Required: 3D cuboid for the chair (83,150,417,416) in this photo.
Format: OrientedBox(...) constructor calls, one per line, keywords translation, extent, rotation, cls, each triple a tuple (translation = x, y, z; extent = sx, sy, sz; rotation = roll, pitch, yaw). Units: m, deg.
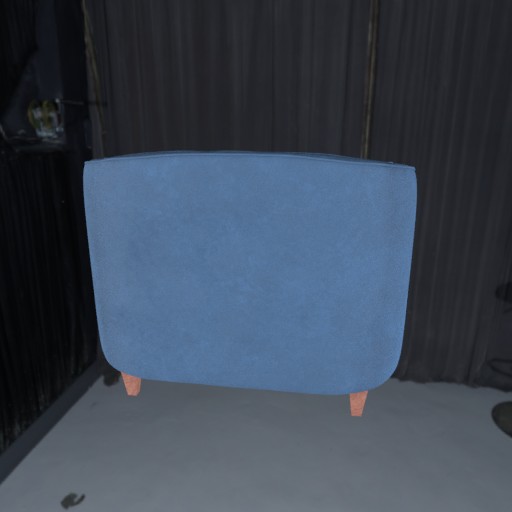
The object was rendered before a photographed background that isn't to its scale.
OrientedBox(translation=(0.000, 0.000, 1.745), extent=(1.094, 0.852, 0.940), rotation=(2, 17, 8), cls="chair")
